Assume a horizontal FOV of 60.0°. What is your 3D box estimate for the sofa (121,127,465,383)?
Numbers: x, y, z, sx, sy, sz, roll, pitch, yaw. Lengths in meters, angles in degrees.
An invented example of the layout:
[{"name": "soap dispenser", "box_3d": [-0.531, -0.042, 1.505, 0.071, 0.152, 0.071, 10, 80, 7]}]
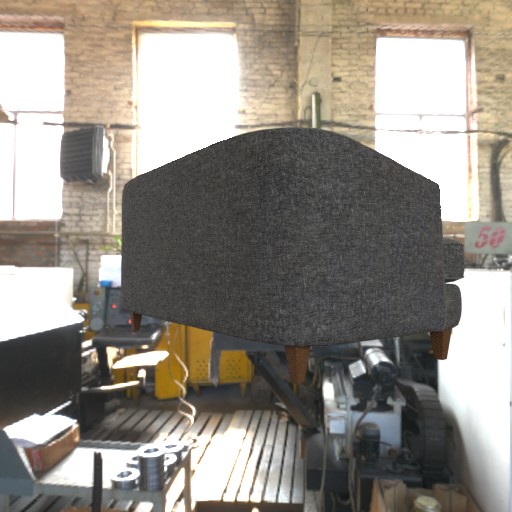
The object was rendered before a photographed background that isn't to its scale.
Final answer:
[{"name": "sofa", "box_3d": [0.000, 0.000, 2.240, 0.941, 0.855, 1.733, 1, -1, -36]}]
